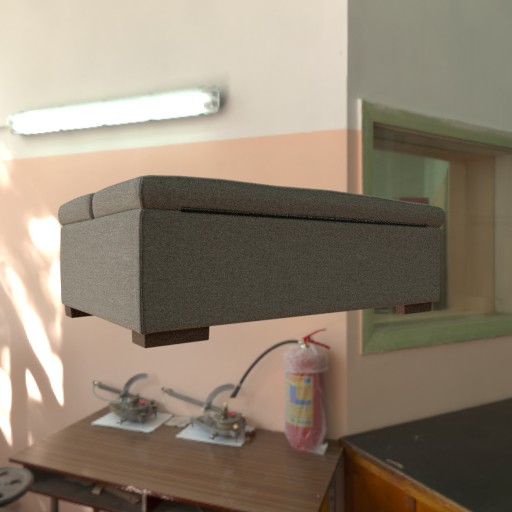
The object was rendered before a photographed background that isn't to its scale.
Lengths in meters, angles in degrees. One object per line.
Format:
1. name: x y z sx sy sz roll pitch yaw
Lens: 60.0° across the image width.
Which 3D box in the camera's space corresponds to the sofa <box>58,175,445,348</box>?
1. sofa: 0.000 0.000 1.684 1.250 0.434 0.817 0 0 -36
